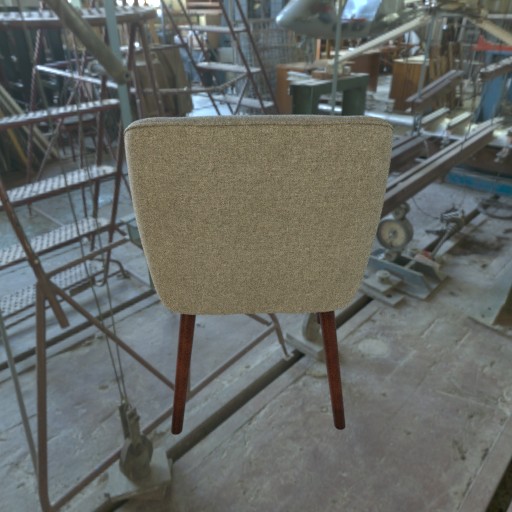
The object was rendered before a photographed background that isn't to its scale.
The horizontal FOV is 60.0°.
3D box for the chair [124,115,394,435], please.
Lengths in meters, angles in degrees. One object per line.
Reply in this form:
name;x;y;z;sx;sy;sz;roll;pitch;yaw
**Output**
chair;0.000;0.000;1.139;0.543;0.803;0.519;-1;30;-2
